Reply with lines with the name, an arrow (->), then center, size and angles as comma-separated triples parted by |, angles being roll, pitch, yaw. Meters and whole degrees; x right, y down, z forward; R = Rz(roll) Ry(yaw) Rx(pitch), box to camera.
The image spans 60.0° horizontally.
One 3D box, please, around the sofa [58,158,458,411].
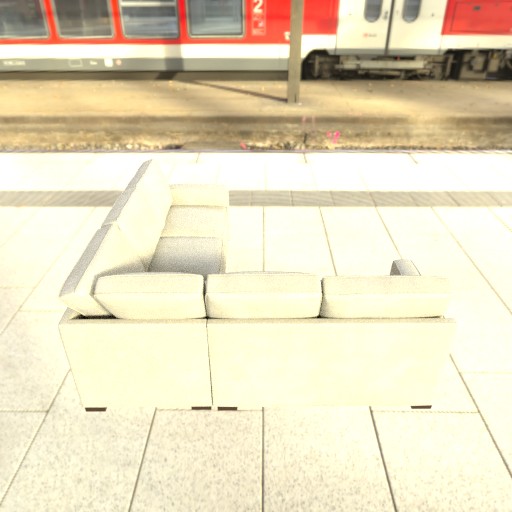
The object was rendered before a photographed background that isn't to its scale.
sofa -> 0.000, 0.000, 3.437 | 2.188, 0.936, 2.211 | -1, 32, -1
